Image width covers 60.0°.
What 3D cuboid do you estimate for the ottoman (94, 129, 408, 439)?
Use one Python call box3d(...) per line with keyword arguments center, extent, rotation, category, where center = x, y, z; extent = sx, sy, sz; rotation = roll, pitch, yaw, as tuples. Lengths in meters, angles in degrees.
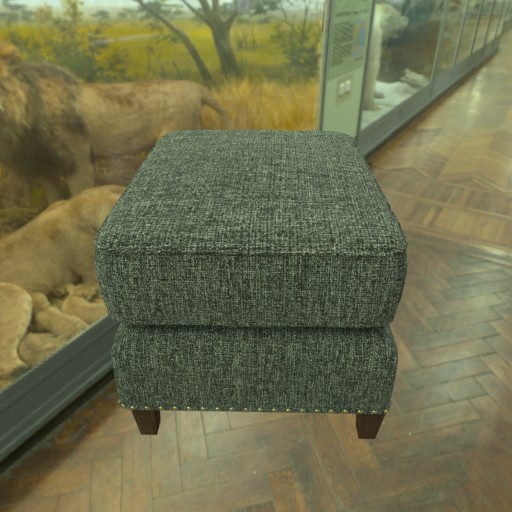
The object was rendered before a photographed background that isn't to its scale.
box3d(center=(0.000, 0.000, 1.155), extent=(0.589, 0.537, 0.738), rotation=(1, 32, 1), category="ottoman")
